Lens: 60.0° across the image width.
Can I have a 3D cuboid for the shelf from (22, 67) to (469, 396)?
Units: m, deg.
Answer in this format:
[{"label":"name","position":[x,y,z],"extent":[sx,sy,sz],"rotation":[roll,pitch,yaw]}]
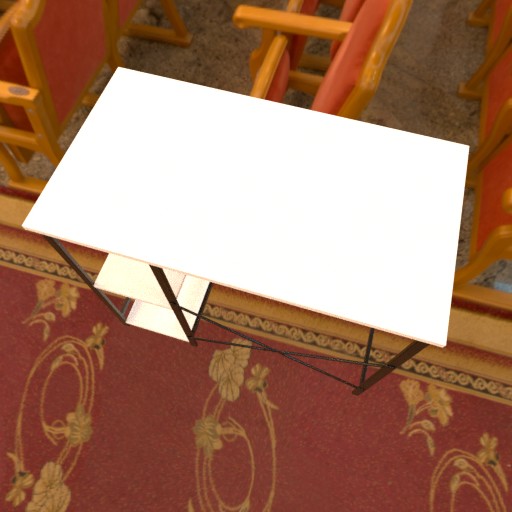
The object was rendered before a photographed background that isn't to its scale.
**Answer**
[{"label":"shelf","position":[0.000,0.000,1.337],"extent":[0.902,0.750,0.498],"rotation":[15,65,7]}]
